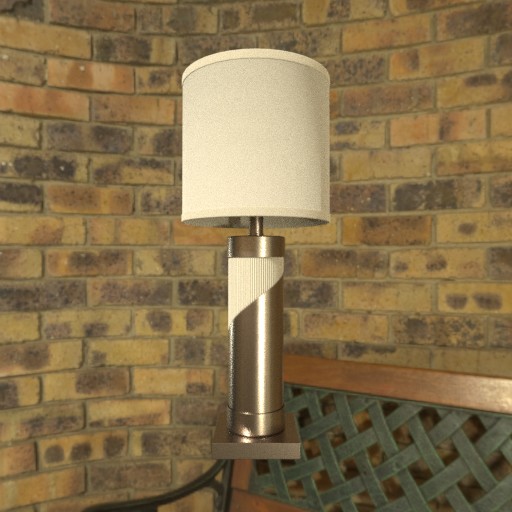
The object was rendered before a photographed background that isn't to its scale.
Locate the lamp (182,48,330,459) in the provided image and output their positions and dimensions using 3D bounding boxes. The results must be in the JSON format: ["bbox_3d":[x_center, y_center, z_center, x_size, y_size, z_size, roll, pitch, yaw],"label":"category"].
[{"bbox_3d":[0.000,0.000,0.611,0.202,0.509,0.202,0,-1,0],"label":"lamp"}]
